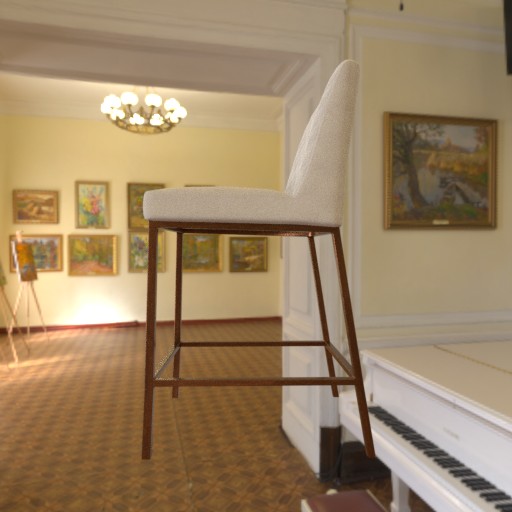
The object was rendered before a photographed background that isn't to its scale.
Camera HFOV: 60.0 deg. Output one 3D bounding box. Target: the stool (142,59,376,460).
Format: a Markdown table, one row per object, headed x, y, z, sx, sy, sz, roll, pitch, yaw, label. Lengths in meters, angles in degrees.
| x | y | z | sx | sy | sz | roll | pitch | yaw | label |
| --- | --- | --- | --- | --- | --- | --- | --- | --- | --- |
| 0.000 | 0.000 | 1.292 | 0.576 | 0.973 | 0.507 | 0 | 1 | -1 | stool |
